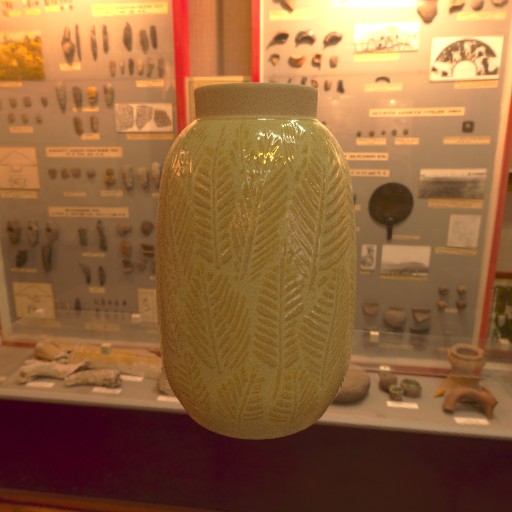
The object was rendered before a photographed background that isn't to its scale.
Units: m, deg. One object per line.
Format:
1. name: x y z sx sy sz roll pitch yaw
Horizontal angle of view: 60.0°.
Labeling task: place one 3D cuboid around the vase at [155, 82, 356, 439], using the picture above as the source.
1. vase: 0.000 0.000 0.382 0.172 0.270 0.172 0 15 0
